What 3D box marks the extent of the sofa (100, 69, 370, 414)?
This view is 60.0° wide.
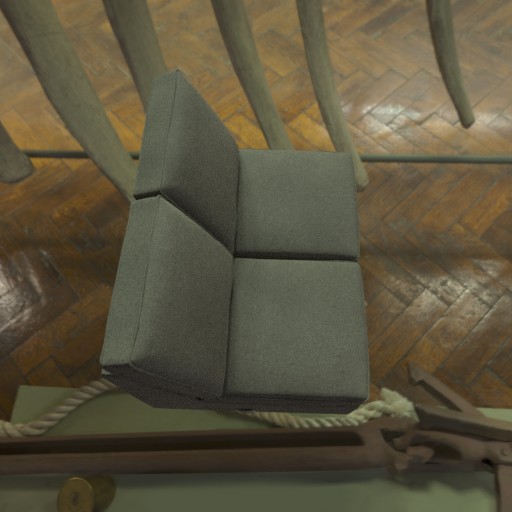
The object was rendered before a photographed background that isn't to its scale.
[{"bbox_3d":[0.000,0.000,1.966,0.951,1.008,1.237,2,64,1],"label":"sofa"}]
